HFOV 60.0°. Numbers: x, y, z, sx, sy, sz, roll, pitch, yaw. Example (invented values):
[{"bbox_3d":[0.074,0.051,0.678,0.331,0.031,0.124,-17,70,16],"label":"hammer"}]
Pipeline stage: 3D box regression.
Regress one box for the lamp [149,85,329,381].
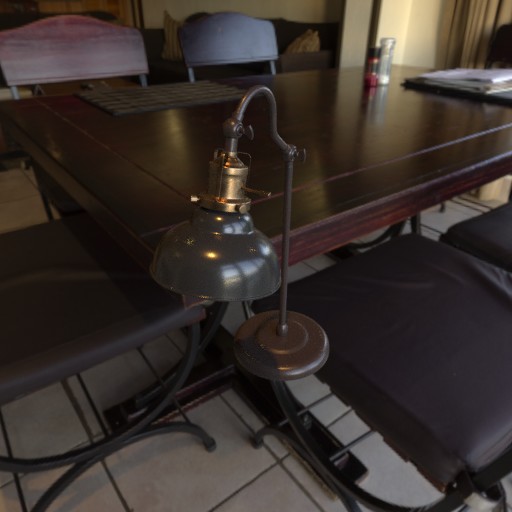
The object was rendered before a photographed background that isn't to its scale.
[{"bbox_3d":[0.000,0.000,0.698,0.192,0.508,0.374,19,36,29],"label":"lamp"}]
